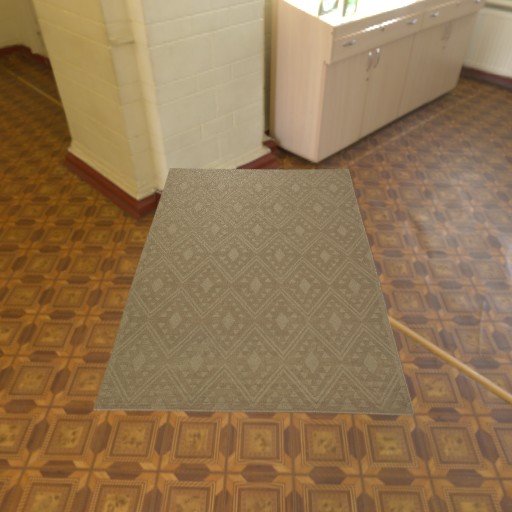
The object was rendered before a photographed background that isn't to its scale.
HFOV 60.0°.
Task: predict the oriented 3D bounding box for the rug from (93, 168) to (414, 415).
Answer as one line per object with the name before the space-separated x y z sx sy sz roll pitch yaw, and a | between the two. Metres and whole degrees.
rug | 0.000 0.000 2.397 1.252 0.034 1.829 1 41 1
